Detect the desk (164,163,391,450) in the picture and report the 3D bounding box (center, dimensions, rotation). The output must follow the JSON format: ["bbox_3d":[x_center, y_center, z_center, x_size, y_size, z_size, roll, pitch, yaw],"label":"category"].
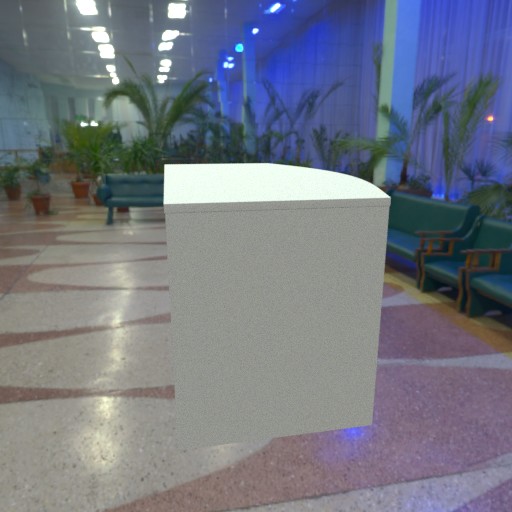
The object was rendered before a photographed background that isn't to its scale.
[{"bbox_3d":[0.000,0.000,2.074,0.802,0.750,1.600,-3,16,-11],"label":"desk"}]
